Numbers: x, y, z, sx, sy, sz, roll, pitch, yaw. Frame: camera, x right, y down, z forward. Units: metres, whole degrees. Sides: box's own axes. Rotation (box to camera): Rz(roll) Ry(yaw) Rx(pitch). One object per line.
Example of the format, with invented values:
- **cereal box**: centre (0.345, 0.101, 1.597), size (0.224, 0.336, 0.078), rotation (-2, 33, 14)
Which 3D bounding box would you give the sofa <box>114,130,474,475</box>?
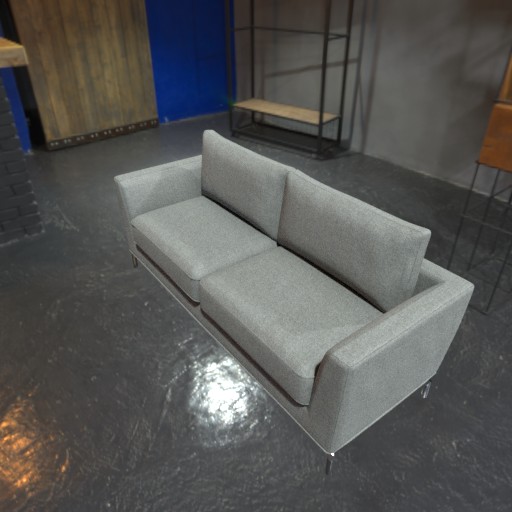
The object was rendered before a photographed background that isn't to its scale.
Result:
- **sofa**: centre (0.000, 0.000, 2.675), size (0.869, 1.002, 2.212), rotation (-22, 39, -30)
